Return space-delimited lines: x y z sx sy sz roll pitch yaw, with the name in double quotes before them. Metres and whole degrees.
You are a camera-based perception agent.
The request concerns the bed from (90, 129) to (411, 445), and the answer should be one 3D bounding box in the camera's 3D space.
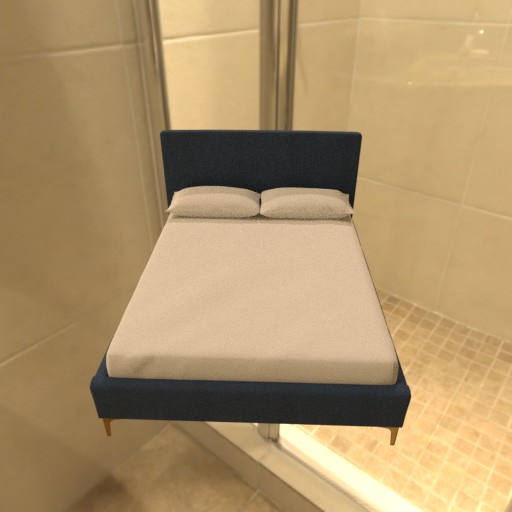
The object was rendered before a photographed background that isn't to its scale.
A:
"bed" 0.000 0.000 3.177 1.723 1.231 2.172 1 31 2
